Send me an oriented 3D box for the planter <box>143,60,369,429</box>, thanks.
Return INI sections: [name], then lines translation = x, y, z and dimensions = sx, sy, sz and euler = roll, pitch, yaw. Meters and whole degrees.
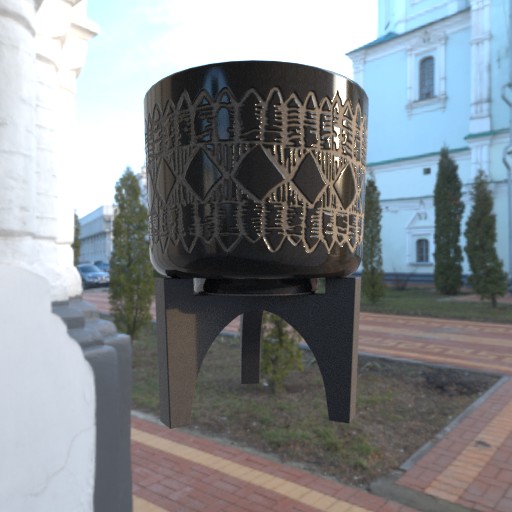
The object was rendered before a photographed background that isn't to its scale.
[planter]
translation = 0.000, 0.000, 0.394
dimensions = 0.196, 0.264, 0.196
euler = 1, -1, -35
